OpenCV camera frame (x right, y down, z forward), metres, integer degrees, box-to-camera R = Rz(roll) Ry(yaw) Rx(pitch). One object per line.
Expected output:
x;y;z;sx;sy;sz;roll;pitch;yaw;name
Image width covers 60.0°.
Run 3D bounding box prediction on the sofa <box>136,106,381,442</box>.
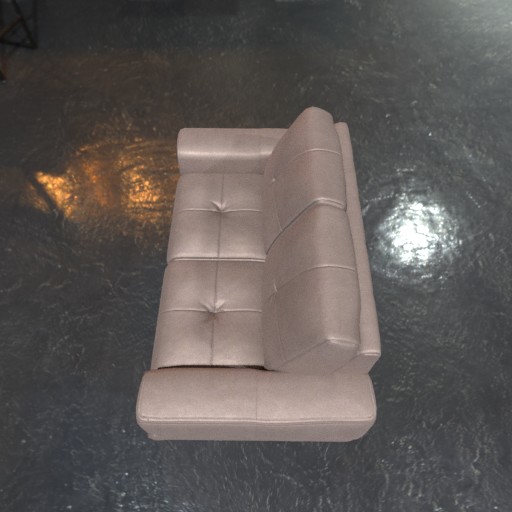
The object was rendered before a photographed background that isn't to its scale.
0.000;0.000;2.362;1.018;0.907;1.806;1;57;0;sofa
